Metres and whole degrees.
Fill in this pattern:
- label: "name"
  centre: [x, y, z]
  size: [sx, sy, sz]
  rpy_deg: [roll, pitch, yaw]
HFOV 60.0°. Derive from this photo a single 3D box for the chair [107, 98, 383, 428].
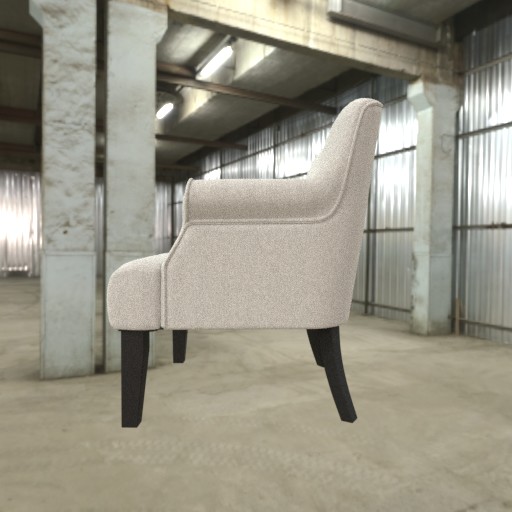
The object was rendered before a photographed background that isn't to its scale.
- label: "chair"
  centre: [0.000, 0.000, 1.469]
  size: [0.750, 0.875, 0.781]
  rpy_deg: [0, 1, 1]
